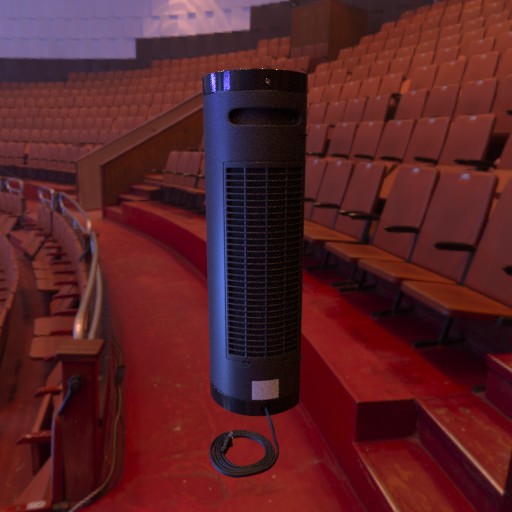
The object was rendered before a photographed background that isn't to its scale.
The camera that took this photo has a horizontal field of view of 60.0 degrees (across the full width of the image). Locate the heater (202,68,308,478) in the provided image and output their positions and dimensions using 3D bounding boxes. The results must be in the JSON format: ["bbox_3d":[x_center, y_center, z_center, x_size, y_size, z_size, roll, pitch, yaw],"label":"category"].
[{"bbox_3d":[0.000,0.000,0.701,0.174,0.552,0.312,-2,13,-9],"label":"heater"}]
